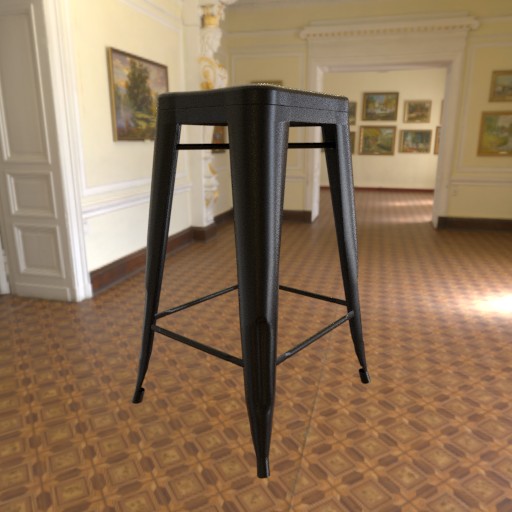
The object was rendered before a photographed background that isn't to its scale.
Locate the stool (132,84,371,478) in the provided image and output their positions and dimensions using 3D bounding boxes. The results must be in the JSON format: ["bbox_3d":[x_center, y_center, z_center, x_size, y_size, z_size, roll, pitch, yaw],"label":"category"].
[{"bbox_3d":[0.000,0.000,0.889,0.423,0.609,0.455,8,16,27],"label":"stool"}]
